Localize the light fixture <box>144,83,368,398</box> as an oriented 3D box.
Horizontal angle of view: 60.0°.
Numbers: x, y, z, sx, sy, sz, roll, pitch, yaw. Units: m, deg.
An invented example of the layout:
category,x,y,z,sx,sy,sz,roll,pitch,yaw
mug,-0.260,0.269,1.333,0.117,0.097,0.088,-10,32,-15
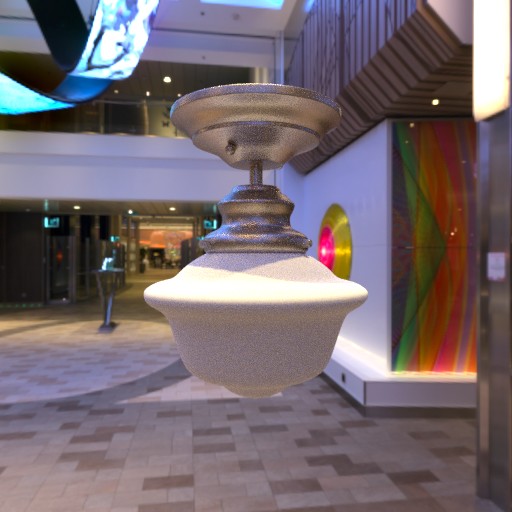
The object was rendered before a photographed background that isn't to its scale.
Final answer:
category,x,y,z,sx,sy,sz,roll,pitch,yaw
light fixture,0.000,0.000,0.402,0.199,0.254,0.199,0,0,0
